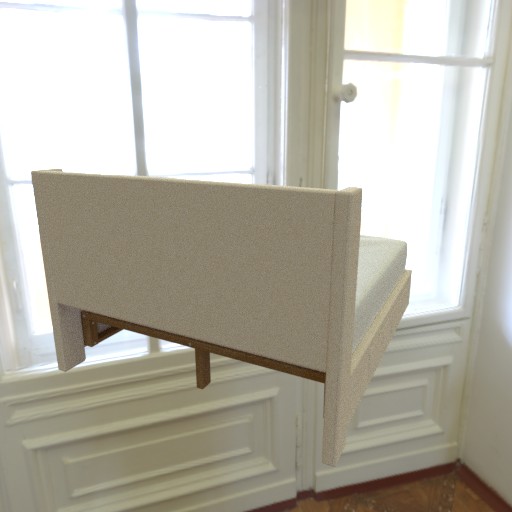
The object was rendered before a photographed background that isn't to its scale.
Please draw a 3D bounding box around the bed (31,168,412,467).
[{"bbox_3d":[0.000,0.000,3.585,2.145,1.471,2.293,8,18,26],"label":"bed"}]
